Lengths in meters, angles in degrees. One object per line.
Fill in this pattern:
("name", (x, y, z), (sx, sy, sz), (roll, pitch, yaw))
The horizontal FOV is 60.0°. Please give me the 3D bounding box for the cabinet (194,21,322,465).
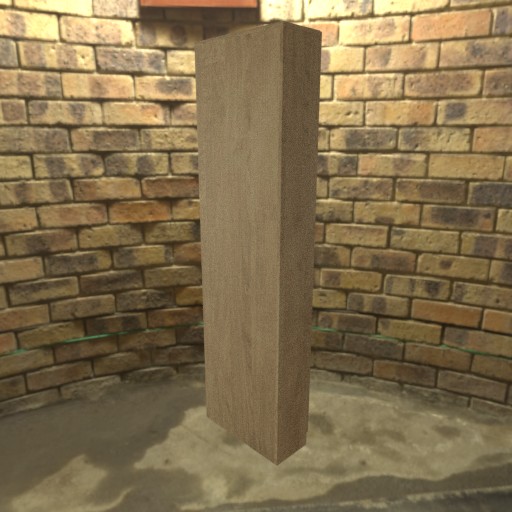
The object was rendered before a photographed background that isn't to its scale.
("cabinet", (0.000, 0.000, 1.985), (0.230, 1.790, 0.500), (-14, 21, -43))
